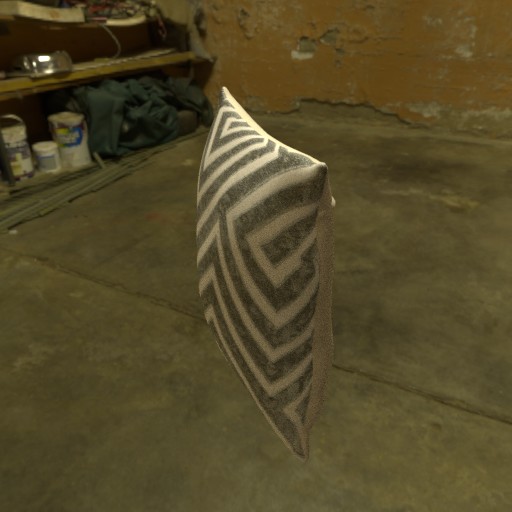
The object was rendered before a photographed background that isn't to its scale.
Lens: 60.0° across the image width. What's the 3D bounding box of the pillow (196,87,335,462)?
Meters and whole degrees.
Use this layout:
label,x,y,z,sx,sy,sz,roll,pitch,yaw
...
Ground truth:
label,x,y,z,sx,sy,sz,roll,pitch,yaw
pillow,0.000,0.000,0.691,0.182,0.441,0.440,-8,30,-14
